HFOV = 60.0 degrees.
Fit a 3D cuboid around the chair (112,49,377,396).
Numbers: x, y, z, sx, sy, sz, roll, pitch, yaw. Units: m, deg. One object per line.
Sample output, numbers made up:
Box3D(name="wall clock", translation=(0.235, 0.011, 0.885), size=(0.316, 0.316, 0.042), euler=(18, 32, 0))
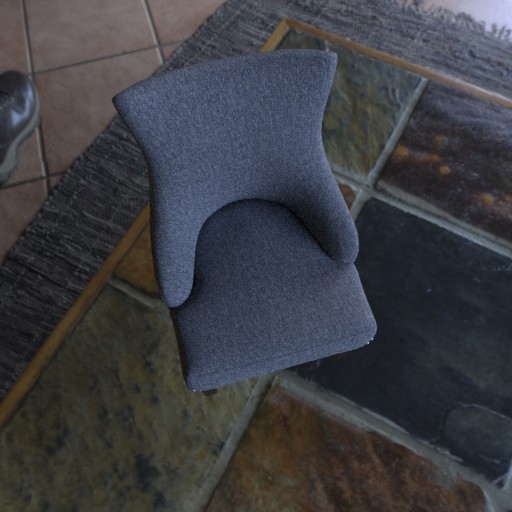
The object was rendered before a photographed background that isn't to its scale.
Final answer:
Box3D(name="chair", translation=(0.000, 0.000, 1.279), size=(0.566, 0.909, 0.629), euler=(-14, 66, -6))
